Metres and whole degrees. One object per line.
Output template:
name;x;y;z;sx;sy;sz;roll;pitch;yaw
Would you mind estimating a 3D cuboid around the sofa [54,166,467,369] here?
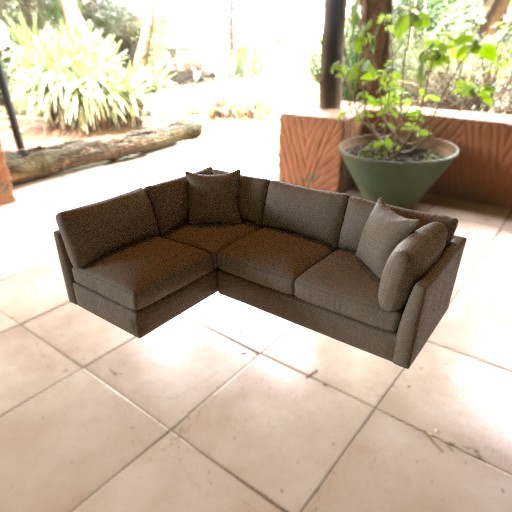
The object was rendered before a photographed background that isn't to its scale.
sofa;0.000;0.000;3.819;2.896;0.978;1.994;18;31;33
